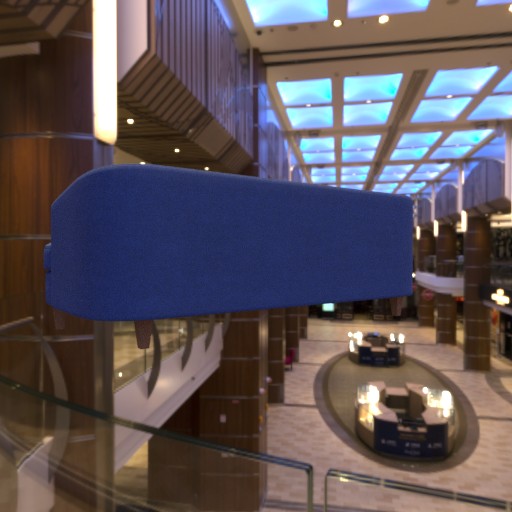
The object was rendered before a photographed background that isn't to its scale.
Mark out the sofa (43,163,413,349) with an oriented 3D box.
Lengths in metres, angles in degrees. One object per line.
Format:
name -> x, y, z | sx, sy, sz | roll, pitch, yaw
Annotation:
sofa -> 0.000, 0.000, 2.708 | 2.235, 0.787, 0.914 | 0, 1, -35
